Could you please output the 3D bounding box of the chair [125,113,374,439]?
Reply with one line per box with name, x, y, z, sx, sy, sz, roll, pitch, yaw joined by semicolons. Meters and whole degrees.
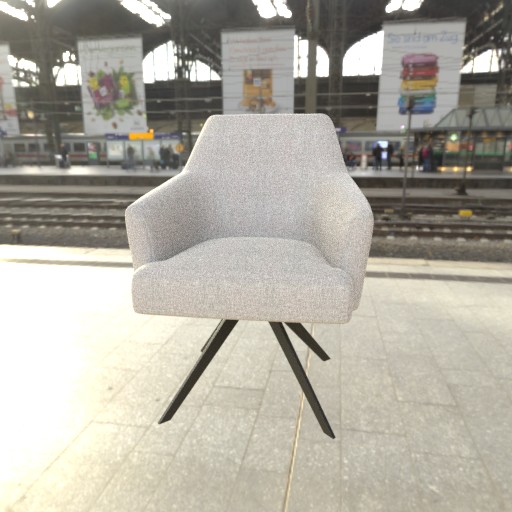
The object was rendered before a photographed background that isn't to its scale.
chair;0.000;0.000;1.351;0.642;0.874;0.677;2;13;8
